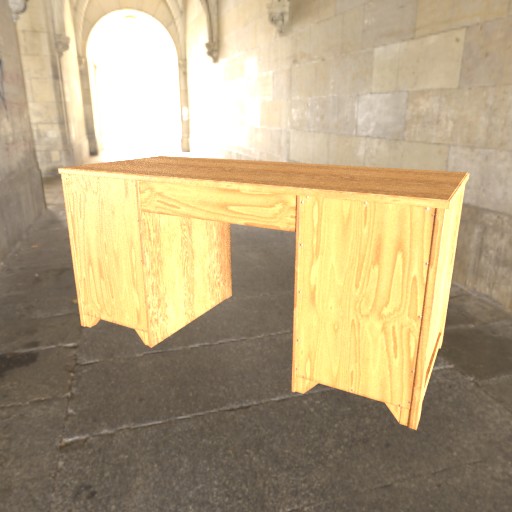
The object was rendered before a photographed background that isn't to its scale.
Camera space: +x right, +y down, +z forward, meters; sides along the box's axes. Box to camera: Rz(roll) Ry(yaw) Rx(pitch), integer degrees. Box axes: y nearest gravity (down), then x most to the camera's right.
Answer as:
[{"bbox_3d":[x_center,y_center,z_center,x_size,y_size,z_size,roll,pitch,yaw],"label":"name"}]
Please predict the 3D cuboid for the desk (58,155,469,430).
[{"bbox_3d":[0.000,0.000,1.953,1.567,0.751,0.685,9,20,27],"label":"desk"}]
